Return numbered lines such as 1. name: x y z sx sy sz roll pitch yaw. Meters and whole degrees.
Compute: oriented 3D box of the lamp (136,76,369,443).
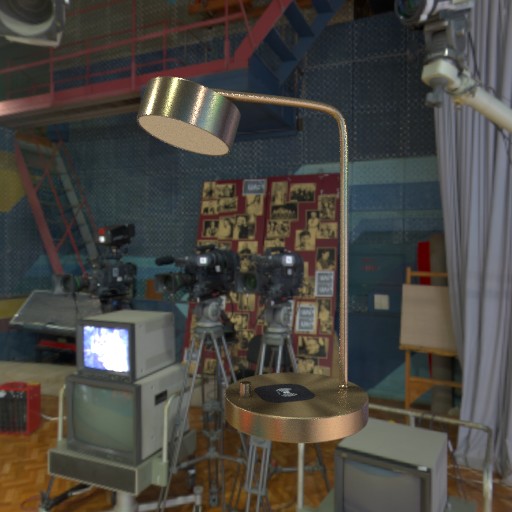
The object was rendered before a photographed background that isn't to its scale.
1. lamp: 0.000 0.000 0.519 0.270 0.380 0.171 0 1 -16
